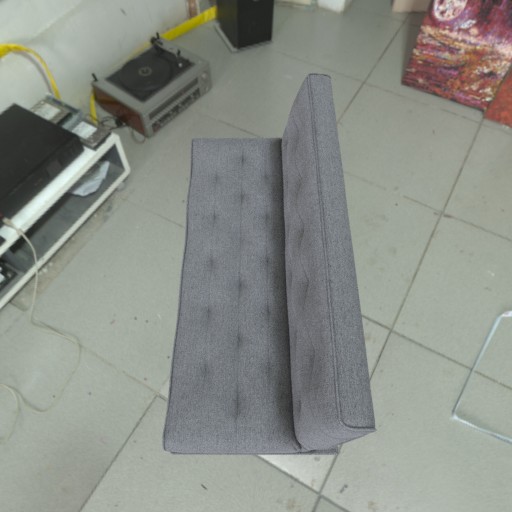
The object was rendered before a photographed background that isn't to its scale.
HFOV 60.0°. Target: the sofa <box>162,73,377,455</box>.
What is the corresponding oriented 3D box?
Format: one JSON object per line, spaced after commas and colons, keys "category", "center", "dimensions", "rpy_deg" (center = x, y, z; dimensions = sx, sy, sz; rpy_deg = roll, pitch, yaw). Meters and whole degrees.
{"category": "sofa", "center": [0.000, 0.000, 2.261], "dimensions": [0.810, 0.830, 1.820], "rpy_deg": [0, 59, 0]}
